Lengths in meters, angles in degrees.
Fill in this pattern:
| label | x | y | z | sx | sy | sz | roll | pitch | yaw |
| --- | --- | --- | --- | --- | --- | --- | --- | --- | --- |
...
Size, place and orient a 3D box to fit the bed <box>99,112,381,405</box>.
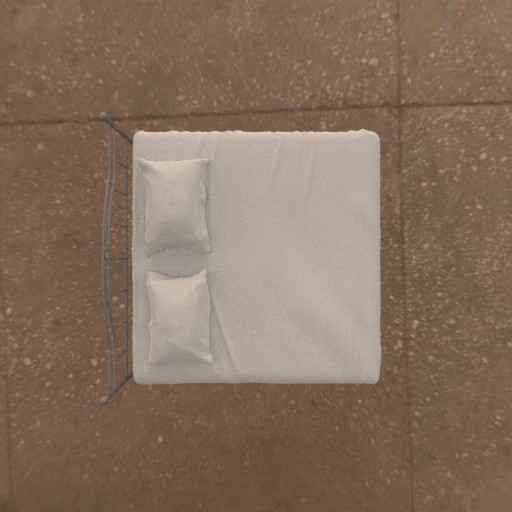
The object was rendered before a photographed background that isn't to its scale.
| label | x | y | z | sx | sy | sz | roll | pitch | yaw |
| --- | --- | --- | --- | --- | --- | --- | --- | --- | --- |
| bed | 0.000 | 0.000 | 3.593 | 2.220 | 1.080 | 2.309 | 0 | 90 | 0 |
